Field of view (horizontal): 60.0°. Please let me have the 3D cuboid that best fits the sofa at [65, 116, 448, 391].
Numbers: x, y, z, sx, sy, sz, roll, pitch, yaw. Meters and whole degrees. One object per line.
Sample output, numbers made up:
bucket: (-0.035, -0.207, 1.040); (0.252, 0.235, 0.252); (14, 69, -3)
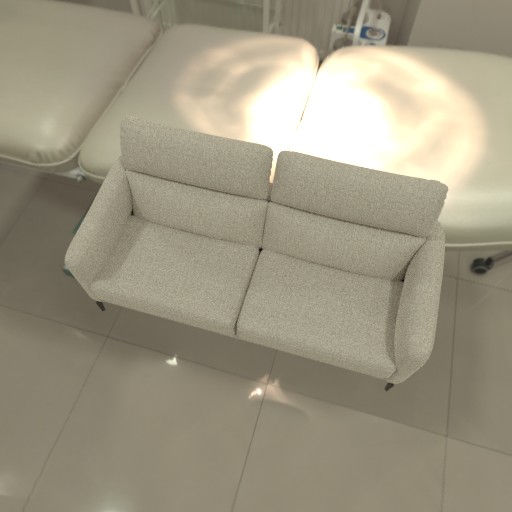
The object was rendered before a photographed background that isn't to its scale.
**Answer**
sofa: (0.000, 0.000, 2.536); (2.015, 0.956, 0.856); (14, 60, 8)
